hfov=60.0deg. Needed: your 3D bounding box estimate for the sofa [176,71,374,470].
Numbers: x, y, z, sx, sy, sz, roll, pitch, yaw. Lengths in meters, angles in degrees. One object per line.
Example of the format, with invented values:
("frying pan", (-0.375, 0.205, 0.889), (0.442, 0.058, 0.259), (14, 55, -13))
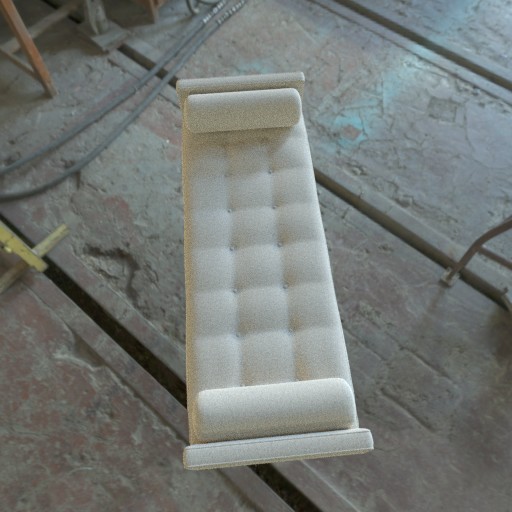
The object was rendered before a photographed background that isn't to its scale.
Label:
("sofa", (0.000, 0.000, 2.342), (0.746, 0.641, 1.985), (-5, 65, -2))
